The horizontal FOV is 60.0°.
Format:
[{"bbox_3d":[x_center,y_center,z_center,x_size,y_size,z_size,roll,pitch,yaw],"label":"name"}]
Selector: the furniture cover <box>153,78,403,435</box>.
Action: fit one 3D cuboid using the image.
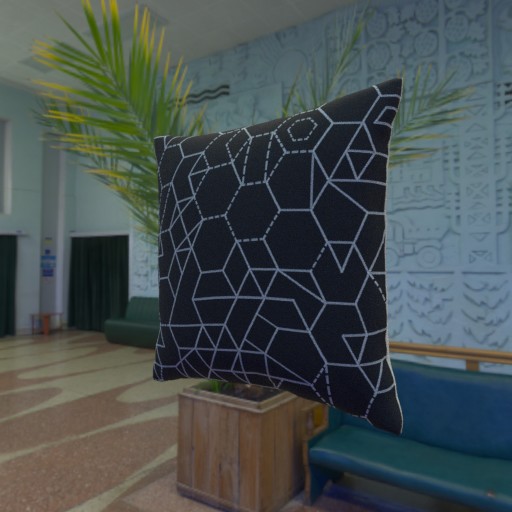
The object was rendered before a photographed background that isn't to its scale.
[{"bbox_3d":[0.000,0.000,0.777,0.517,0.508,0.158,-1,-2,36],"label":"furniture cover"}]
